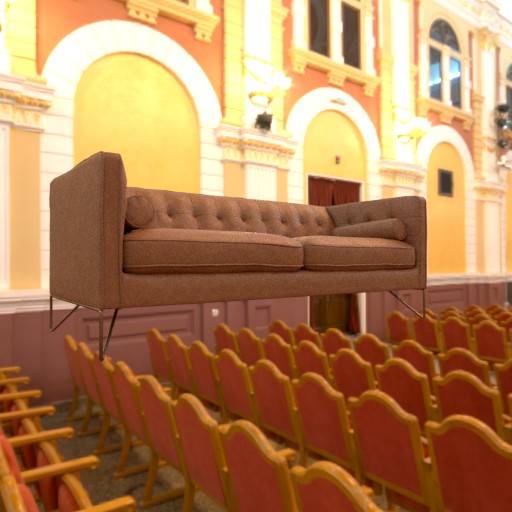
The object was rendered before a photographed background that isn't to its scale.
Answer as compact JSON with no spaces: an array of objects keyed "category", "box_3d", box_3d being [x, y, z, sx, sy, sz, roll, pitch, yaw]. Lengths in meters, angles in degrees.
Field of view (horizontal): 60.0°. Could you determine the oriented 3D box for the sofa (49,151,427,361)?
[{"category":"sofa","box_3d":[0.000,0.000,2.582,2.079,0.798,0.912,0,-1,-36]}]
